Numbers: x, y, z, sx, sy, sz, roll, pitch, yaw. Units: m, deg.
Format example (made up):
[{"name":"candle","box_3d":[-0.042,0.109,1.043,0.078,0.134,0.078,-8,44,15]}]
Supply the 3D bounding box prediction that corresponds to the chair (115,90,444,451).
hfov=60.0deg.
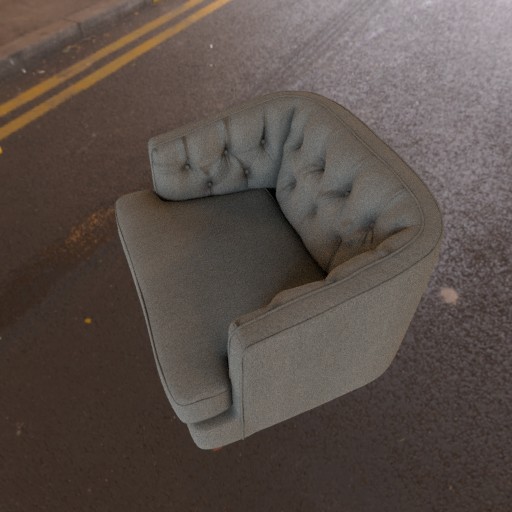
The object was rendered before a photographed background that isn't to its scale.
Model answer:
[{"name":"chair","box_3d":[0.000,0.000,1.728,0.945,0.852,1.094,-17,49,-15]}]
